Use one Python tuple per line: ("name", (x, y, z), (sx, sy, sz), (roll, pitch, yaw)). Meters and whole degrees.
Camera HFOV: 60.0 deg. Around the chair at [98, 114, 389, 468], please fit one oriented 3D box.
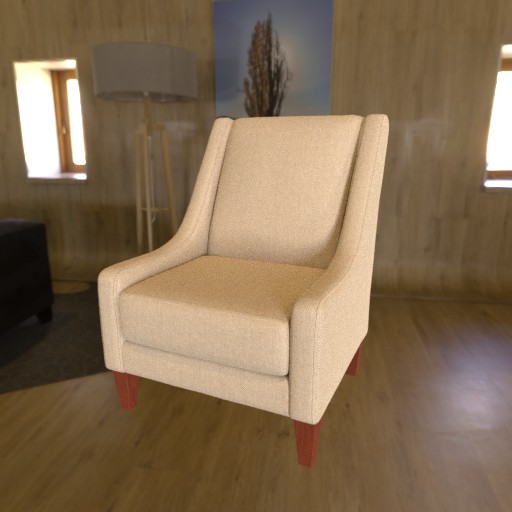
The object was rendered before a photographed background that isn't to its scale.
("chair", (0.000, 0.000, 1.624), (0.774, 1.014, 0.870), (7, 16, 24))
